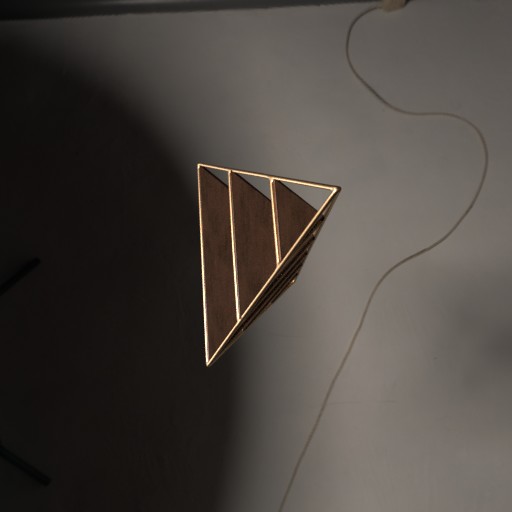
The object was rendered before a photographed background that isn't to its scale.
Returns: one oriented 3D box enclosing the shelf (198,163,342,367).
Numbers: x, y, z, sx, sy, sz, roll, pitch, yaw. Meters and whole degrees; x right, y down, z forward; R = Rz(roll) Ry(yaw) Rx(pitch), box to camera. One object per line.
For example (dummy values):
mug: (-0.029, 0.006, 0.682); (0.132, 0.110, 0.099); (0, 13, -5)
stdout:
shelf: (0.000, 0.000, 1.200); (0.294, 0.913, 0.564); (-4, 77, -1)
